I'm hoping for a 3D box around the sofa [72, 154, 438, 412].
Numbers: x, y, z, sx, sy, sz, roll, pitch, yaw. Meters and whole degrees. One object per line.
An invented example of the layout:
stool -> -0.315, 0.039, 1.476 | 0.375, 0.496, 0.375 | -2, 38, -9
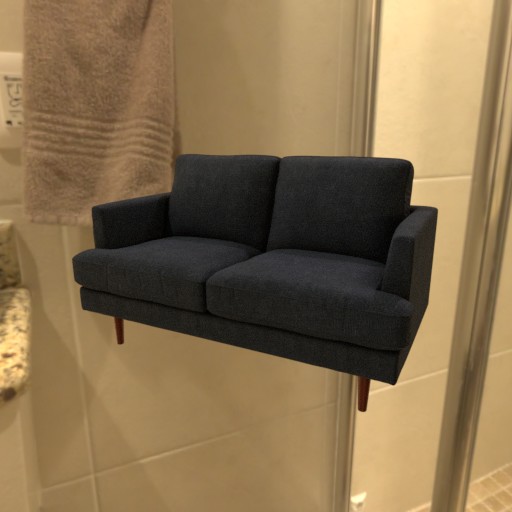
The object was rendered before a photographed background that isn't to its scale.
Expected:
sofa -> 0.000, 0.000, 2.163 | 1.582, 0.944, 0.903 | 8, 17, 26
